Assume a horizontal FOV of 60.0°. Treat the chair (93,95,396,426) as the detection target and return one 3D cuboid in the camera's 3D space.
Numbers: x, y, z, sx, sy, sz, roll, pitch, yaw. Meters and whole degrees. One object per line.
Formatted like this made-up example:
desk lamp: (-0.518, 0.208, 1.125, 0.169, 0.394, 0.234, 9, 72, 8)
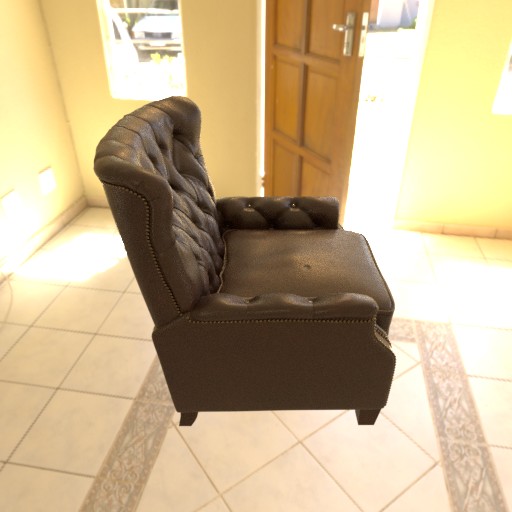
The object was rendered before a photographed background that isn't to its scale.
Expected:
chair: (0.000, 0.000, 1.447, 0.823, 0.864, 0.709, 0, 32, 0)
